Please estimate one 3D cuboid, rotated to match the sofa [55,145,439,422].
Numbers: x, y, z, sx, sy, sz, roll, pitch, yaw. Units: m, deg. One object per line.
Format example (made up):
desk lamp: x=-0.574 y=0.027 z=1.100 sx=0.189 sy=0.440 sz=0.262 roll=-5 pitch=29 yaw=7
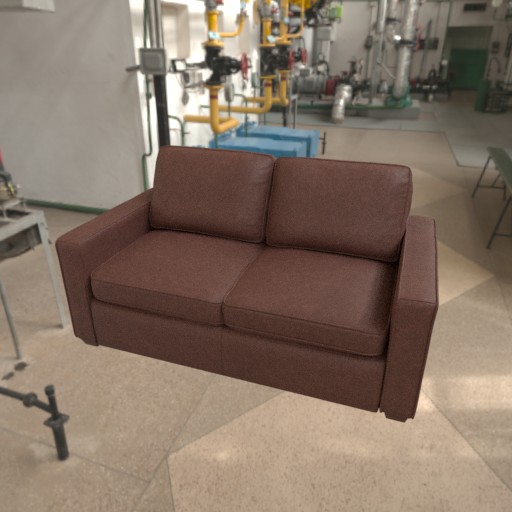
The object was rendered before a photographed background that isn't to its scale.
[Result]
sofa: x=0.000 y=0.000 z=2.261 sx=1.709 sy=0.918 sz=0.947 roll=9 pitch=27 yaw=17
